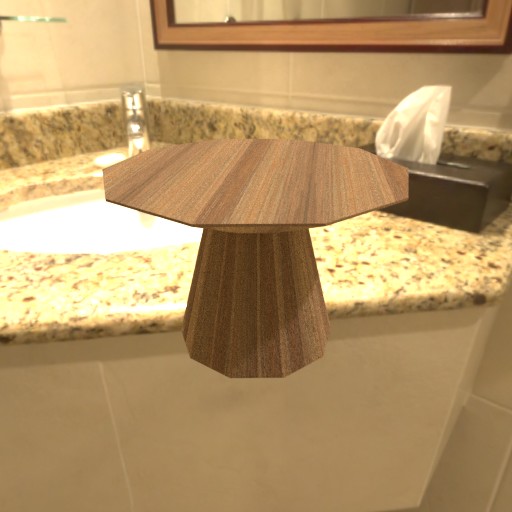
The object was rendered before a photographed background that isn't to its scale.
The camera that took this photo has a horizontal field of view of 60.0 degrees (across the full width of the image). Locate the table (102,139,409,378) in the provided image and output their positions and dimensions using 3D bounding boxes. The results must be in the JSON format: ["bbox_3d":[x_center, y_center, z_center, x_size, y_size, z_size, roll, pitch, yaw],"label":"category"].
[{"bbox_3d":[0.000,0.000,1.883,1.186,0.752,1.186,0,26,0],"label":"table"}]
